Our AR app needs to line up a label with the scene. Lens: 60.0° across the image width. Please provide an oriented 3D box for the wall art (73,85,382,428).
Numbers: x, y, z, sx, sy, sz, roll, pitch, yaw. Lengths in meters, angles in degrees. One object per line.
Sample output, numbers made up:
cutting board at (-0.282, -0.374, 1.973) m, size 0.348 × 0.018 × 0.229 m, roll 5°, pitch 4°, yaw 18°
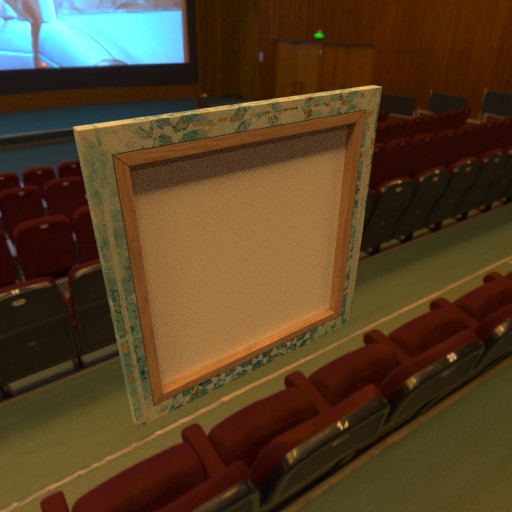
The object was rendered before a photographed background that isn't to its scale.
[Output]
wall art at (0.000, 0.000, 1.378) m, size 0.916 × 0.916 × 0.040 m, roll -19°, pitch 35°, yaw -29°
